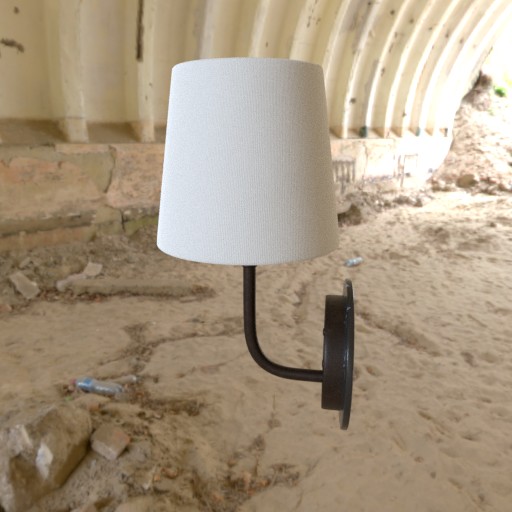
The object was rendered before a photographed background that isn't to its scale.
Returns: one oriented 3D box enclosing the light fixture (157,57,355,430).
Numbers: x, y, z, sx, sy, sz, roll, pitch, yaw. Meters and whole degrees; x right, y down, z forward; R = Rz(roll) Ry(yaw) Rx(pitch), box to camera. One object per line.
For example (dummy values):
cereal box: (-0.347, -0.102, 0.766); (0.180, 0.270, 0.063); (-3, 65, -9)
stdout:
light fixture: (0.000, 0.000, 0.430); (0.188, 0.337, 0.168); (2, 16, 9)
